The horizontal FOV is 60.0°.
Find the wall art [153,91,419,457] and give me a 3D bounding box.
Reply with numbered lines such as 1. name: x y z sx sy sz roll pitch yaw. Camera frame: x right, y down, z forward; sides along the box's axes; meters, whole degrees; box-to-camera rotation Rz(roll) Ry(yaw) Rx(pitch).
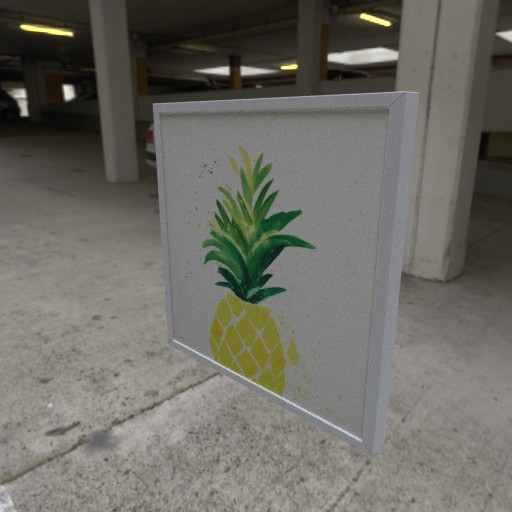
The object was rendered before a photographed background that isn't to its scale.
1. wall art: 0.000 0.000 0.762 0.508 0.507 0.035 15 23 41
